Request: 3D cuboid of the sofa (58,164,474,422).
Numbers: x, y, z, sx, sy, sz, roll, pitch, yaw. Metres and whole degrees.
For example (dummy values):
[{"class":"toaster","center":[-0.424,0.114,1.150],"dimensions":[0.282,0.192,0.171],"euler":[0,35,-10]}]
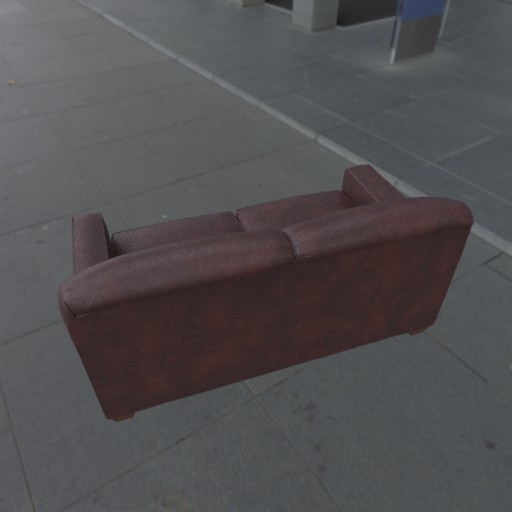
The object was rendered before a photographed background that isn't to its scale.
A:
[{"class":"sofa","center":[0.000,0.000,2.414],"dimensions":[1.856,0.966,1.000],"euler":[-12,42,-14]}]
